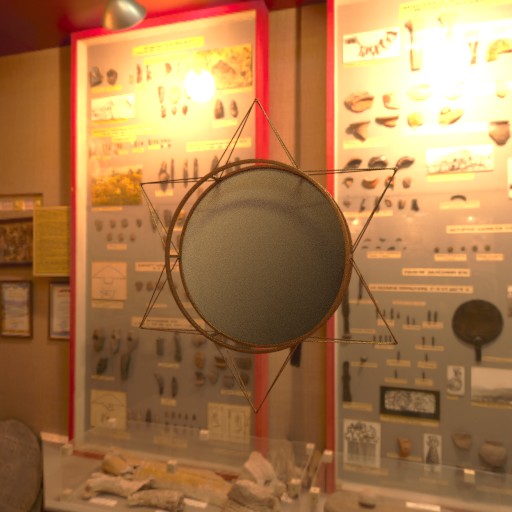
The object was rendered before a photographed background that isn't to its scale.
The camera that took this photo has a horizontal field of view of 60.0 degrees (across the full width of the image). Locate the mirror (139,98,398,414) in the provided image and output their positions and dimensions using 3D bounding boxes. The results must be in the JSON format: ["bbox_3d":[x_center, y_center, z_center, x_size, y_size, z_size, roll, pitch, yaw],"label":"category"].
[{"bbox_3d":[0.000,0.000,0.816,0.498,0.581,0.062,0,0,19],"label":"mirror"}]
